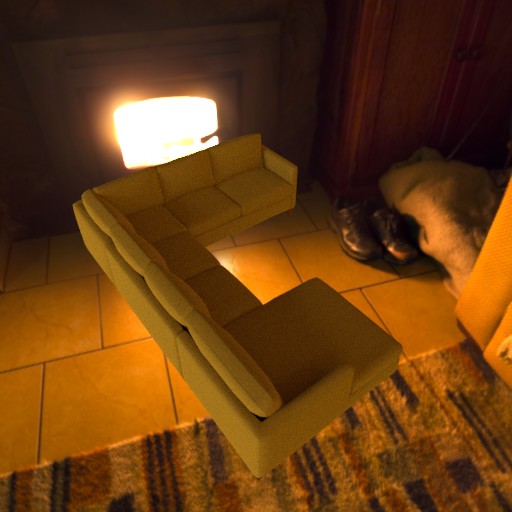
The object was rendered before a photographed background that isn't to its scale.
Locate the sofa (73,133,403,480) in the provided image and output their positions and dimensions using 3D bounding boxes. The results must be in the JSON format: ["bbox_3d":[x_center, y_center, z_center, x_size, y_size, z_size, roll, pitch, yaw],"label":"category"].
[{"bbox_3d":[0.000,0.000,4.654,2.594,0.961,3.460,-26,48,-27],"label":"sofa"}]
